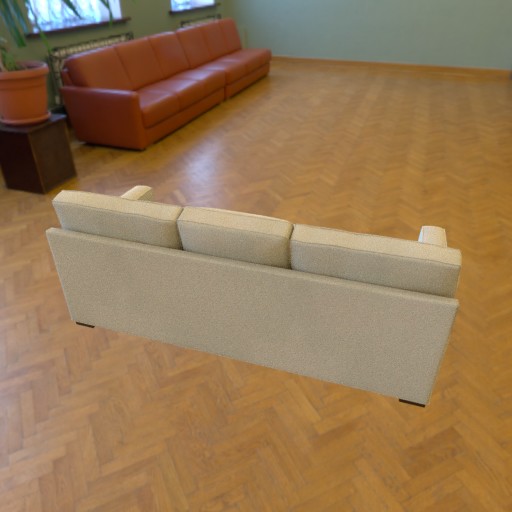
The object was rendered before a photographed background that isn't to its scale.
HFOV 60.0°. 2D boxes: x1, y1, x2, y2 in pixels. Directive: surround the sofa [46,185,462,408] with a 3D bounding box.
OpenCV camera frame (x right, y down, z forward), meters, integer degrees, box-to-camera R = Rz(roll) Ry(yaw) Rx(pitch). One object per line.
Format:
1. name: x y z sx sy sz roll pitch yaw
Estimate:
1. sofa: 0.000 0.000 2.609 2.088 0.862 0.935 10 34 15
